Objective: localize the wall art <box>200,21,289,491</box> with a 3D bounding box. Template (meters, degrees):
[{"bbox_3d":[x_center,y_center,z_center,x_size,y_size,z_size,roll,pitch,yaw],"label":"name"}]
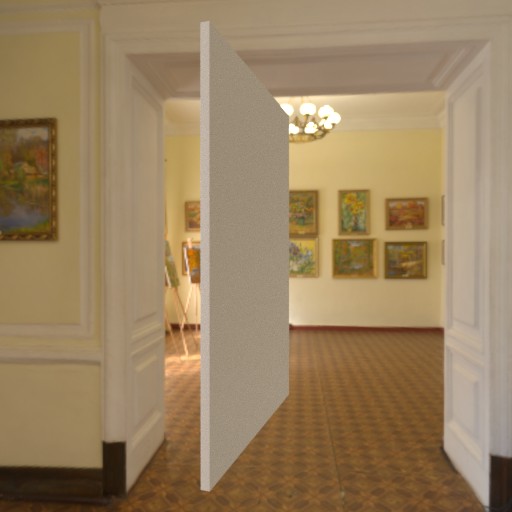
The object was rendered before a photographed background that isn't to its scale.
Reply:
[{"bbox_3d":[0.000,0.000,0.602,0.010,0.474,0.325,0,0,18],"label":"wall art"}]
